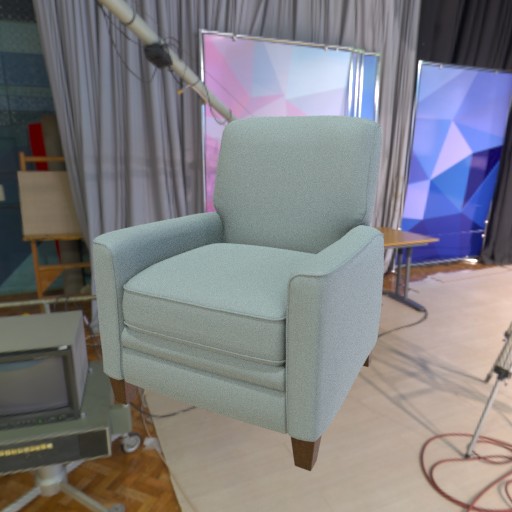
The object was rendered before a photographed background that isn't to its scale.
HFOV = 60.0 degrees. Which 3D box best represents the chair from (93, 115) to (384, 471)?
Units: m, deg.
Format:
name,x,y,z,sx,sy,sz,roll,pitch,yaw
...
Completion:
name,x,y,z,sx,sy,sz,roll,pitch,yaw
chair,0.000,0.000,1.635,0.853,1.007,0.846,8,17,27
